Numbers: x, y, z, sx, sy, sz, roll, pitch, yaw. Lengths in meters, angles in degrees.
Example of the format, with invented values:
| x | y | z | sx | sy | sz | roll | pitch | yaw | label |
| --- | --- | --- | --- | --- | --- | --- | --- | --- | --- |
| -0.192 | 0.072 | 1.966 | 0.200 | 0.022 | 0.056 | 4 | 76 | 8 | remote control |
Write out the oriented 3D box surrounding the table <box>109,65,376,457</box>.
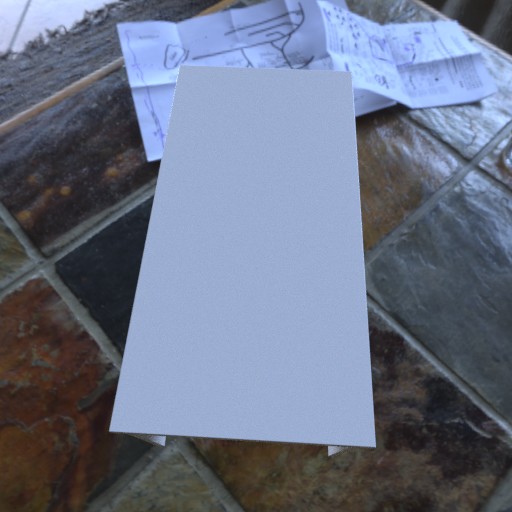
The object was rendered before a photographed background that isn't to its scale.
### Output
| x | y | z | sx | sy | sz | roll | pitch | yaw | label |
| --- | --- | --- | --- | --- | --- | --- | --- | --- | --- |
| 0.000 | 0.000 | 1.251 | 0.500 | 0.440 | 1.000 | 3 | 63 | 1 | table |
